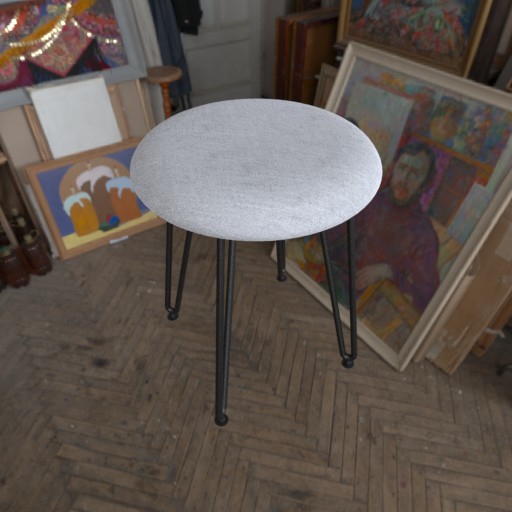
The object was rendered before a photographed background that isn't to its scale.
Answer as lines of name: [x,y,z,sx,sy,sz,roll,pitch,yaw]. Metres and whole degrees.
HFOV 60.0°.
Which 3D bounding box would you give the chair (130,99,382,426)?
chair: [0.000,0.000,0.659,0.350,0.386,0.350,12,42,14]
